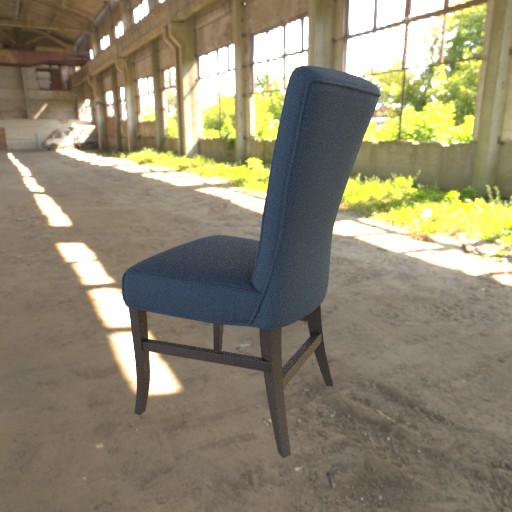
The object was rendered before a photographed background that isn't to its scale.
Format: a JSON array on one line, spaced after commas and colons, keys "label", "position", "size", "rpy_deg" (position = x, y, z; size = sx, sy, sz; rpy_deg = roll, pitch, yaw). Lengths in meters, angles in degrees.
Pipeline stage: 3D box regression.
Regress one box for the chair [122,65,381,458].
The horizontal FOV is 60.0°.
[{"label": "chair", "position": [0.000, 0.000, 1.340], "size": [0.660, 0.991, 0.520], "rpy_deg": [8, 18, 26]}]
